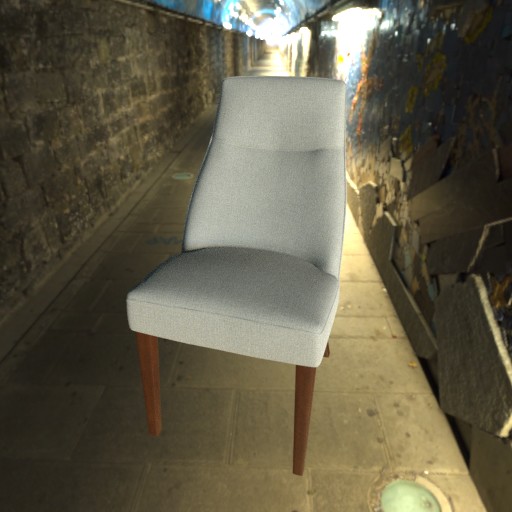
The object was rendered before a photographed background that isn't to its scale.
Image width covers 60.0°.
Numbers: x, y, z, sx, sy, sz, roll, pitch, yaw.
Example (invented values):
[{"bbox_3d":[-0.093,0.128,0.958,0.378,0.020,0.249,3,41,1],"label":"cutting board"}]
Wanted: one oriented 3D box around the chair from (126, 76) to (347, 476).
[{"bbox_3d":[0.000,0.000,1.279,0.500,0.930,0.620,8,27,16],"label":"chair"}]
